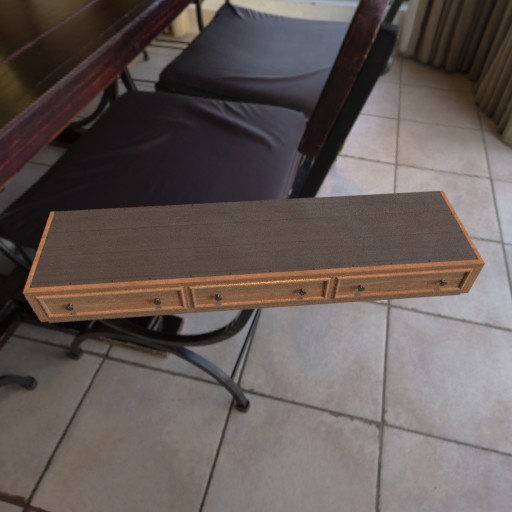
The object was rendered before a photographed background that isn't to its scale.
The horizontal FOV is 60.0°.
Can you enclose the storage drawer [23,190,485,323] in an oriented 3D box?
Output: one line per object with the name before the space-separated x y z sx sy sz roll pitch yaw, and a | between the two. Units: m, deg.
storage drawer | 0.000 0.000 2.207 2.032 0.264 0.538 -3 48 -3
